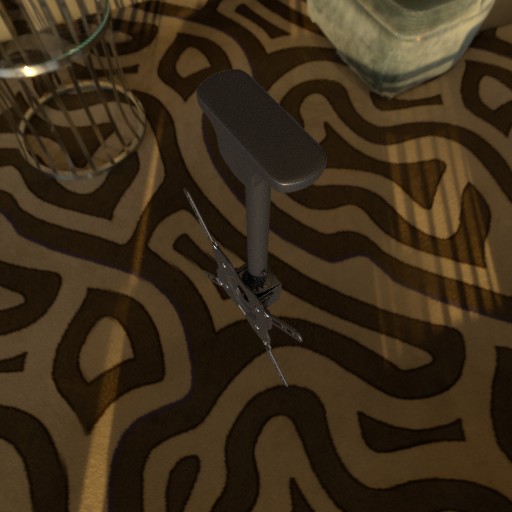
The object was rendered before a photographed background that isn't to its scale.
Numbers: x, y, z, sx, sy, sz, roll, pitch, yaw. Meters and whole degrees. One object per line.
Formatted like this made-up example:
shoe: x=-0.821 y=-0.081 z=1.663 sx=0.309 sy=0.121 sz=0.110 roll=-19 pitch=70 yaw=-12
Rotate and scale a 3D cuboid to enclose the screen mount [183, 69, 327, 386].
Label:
screen mount: x=0.000 y=0.000 z=0.883 sx=0.090 sy=0.729 sz=0.393 roll=-32 pitch=67 yaw=-15
